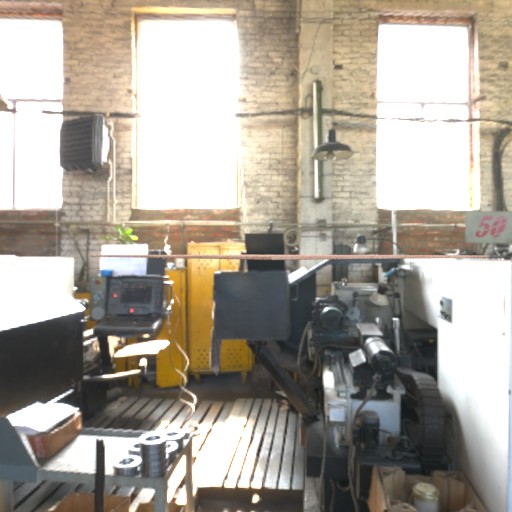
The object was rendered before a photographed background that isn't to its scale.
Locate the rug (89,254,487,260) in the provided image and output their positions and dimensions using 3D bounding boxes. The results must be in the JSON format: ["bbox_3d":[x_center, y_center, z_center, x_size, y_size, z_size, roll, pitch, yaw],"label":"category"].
[{"bbox_3d":[0.000,0.000,3.054,1.609,0.015,2.390,0,0,-36],"label":"rug"}]
